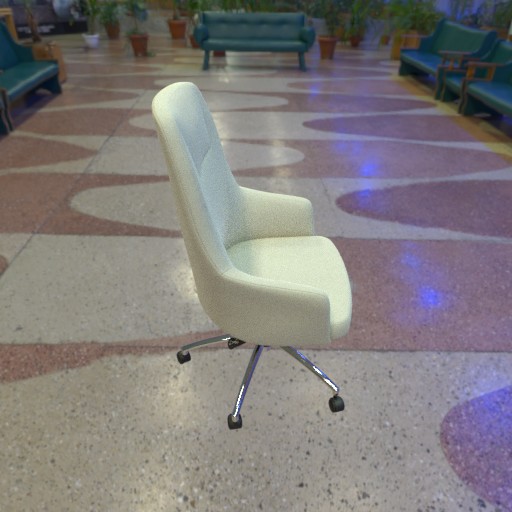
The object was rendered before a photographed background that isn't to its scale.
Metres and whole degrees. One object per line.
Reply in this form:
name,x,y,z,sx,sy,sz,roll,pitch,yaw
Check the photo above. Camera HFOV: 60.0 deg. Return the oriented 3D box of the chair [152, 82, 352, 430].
chair,0.000,0.000,1.485,0.640,1.049,0.620,1,33,1
